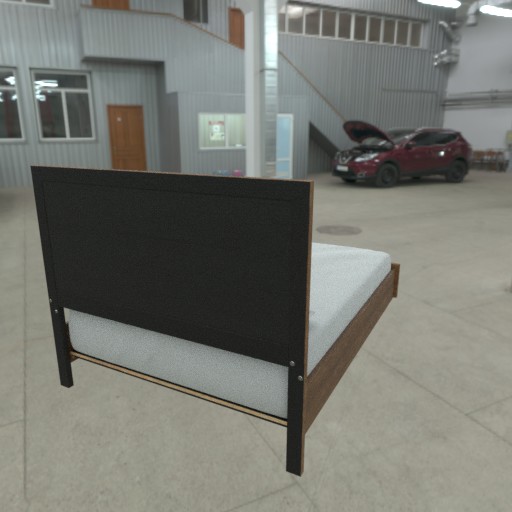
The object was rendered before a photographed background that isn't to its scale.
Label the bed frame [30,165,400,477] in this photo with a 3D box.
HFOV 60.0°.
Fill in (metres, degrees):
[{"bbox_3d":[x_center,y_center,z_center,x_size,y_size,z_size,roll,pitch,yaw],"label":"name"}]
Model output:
[{"bbox_3d":[0.000,0.000,3.290,1.696,1.417,2.276,8,18,27],"label":"bed frame"}]
